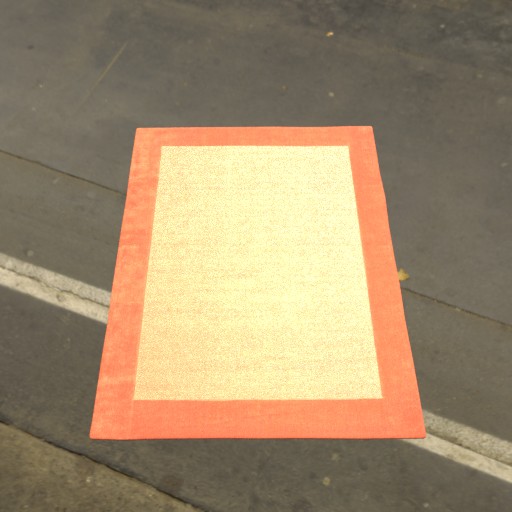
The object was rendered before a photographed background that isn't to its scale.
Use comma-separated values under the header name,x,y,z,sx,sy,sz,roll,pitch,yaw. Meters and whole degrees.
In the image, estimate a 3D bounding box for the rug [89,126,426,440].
name,x,y,z,sx,sy,sz,roll,pitch,yaw
rug,0.000,0.000,3.862,2.430,0.018,2.976,0,63,0
